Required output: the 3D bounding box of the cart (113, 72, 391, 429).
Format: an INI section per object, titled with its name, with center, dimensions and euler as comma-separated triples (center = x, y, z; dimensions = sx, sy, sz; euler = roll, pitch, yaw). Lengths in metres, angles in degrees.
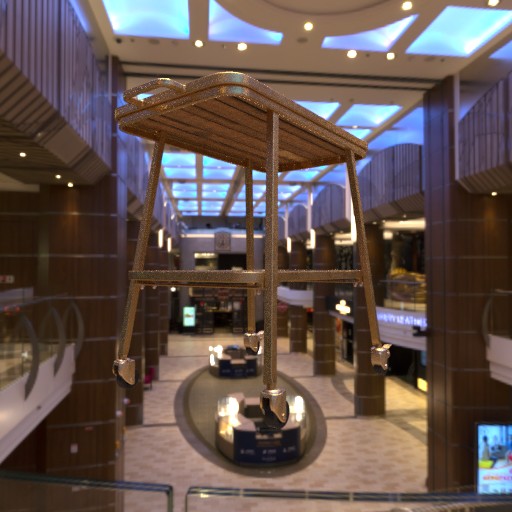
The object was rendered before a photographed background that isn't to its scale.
[cart]
center = 0.000, 0.000, 1.232
dimensions = 0.524, 0.700, 0.806
euler = -1, -2, 37
